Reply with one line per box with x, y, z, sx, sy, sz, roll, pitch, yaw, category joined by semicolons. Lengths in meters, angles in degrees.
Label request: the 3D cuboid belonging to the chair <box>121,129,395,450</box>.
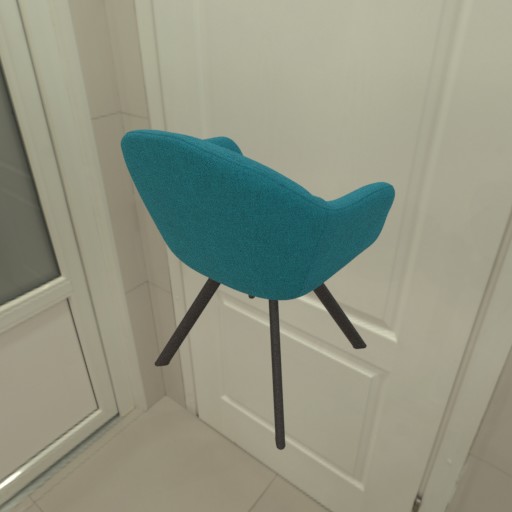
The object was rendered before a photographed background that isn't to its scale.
0.000;0.000;1.166;0.545;0.775;0.565;22;38;32;chair
